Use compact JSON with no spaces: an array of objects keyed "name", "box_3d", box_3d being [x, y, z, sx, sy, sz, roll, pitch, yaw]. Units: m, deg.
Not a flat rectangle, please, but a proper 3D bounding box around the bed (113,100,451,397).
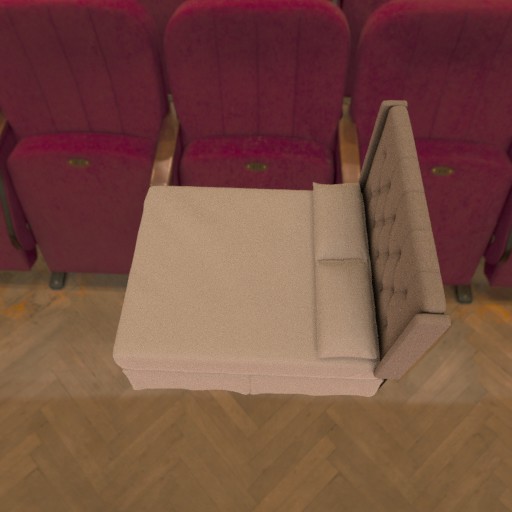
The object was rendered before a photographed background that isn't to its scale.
[{"name":"bed","box_3d":[0.000,0.000,3.402,2.066,1.665,1.719,2,59,1]}]
